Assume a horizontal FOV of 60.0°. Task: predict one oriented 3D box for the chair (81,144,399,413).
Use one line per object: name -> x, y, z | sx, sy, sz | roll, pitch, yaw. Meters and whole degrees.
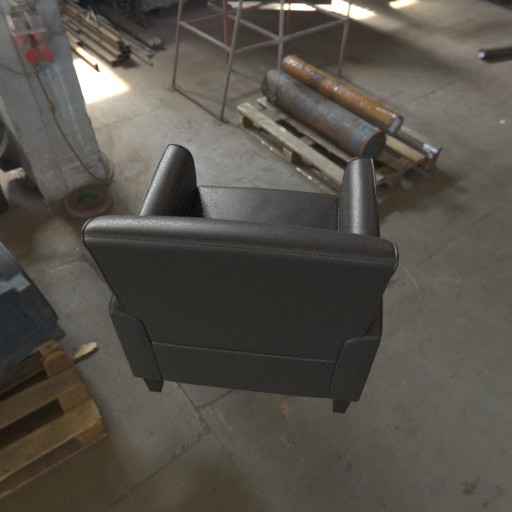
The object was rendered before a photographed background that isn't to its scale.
chair -> 0.000, 0.000, 1.591 | 0.820, 0.916, 0.819 | 5, 46, 5
